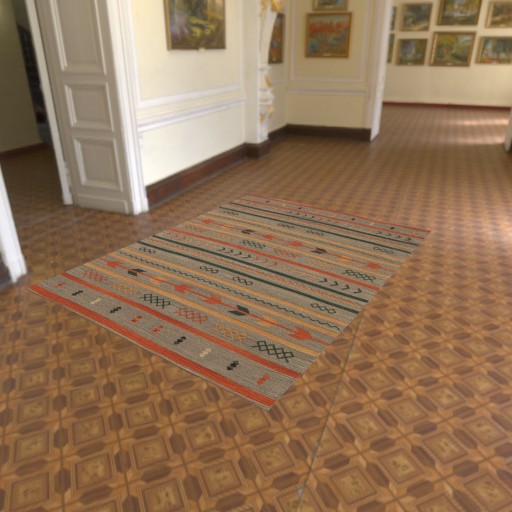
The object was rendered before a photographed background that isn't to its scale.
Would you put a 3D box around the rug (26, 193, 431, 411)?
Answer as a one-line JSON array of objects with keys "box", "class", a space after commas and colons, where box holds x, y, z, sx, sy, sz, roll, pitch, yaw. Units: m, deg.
[{"box": [0.000, 0.000, 3.969, 2.263, 0.022, 3.029, 16, 30, 31], "class": "rug"}]
